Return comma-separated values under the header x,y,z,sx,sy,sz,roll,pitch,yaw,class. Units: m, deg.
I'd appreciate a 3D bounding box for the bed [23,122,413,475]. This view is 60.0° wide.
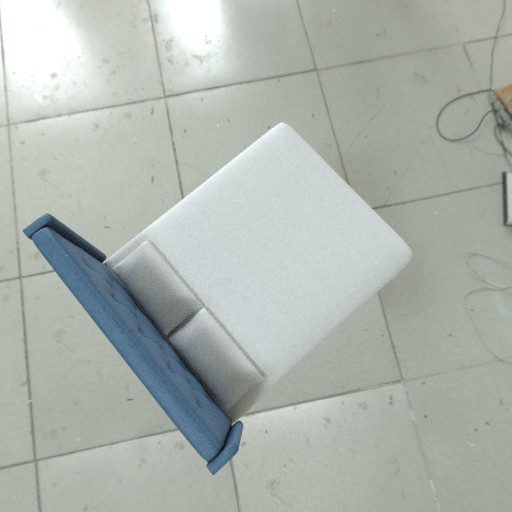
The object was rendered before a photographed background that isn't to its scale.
x,y,z,sx,sy,sz,roll,pitch,yaw,class
0.000,0.000,3.310,2.078,1.665,1.719,-40,80,-9,bed
